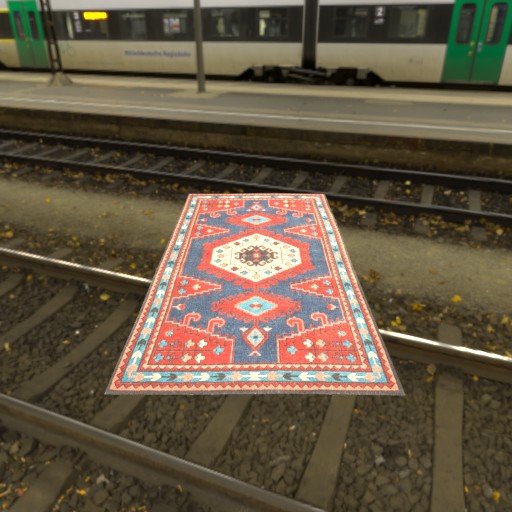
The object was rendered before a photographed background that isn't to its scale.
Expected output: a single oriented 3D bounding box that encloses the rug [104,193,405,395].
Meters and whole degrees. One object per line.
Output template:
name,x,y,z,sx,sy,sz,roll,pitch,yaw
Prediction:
rug,0.000,0.000,3.584,1.522,0.034,3.032,0,27,0
